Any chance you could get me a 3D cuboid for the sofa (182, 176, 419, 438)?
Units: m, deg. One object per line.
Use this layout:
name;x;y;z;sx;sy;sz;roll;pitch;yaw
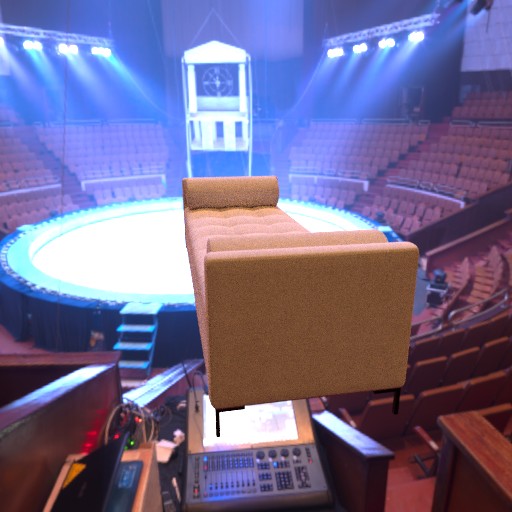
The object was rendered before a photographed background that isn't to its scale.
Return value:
sofa;0.000;0.000;2.354;0.686;0.635;1.981;-3;17;-11
